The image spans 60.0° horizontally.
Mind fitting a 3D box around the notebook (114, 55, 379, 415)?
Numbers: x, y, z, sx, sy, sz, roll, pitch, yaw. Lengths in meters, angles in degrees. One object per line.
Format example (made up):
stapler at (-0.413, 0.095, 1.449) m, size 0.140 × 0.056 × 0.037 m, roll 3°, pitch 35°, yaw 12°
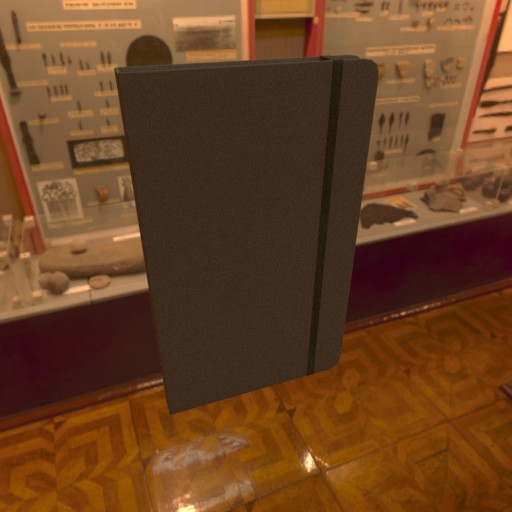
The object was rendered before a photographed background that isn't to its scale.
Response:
notebook at (0.000, 0.000, 0.262) m, size 0.127 × 0.213 × 0.016 m, roll -11°, pitch 33°, yaw -17°
